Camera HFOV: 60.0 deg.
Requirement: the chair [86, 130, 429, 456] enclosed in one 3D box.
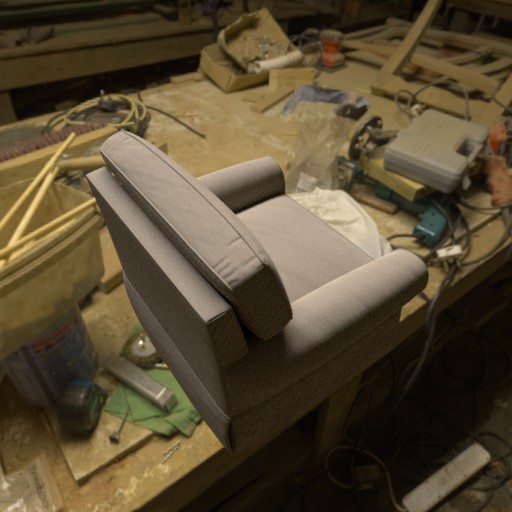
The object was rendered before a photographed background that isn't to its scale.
[{"bbox_3d":[0.000,0.000,1.903,0.988,1.017,1.135,-26,48,-26],"label":"chair"}]
